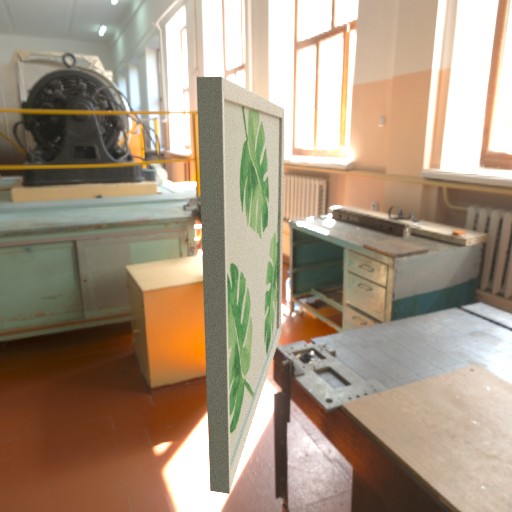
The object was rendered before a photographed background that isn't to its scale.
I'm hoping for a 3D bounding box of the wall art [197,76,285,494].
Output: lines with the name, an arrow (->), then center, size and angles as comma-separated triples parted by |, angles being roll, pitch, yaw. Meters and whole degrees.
wall art -> 0.000, 0.000, 1.131 | 0.040, 0.762, 0.762 | 3, 15, 10
